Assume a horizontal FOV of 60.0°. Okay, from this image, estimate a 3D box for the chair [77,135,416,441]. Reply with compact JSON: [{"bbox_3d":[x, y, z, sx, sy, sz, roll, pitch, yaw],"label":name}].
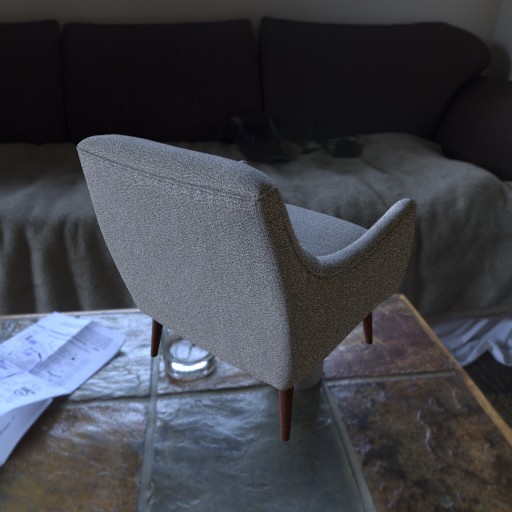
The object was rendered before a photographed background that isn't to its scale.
[{"bbox_3d":[0.000,0.000,1.438,0.762,0.838,0.787,21,35,33],"label":"chair"}]
